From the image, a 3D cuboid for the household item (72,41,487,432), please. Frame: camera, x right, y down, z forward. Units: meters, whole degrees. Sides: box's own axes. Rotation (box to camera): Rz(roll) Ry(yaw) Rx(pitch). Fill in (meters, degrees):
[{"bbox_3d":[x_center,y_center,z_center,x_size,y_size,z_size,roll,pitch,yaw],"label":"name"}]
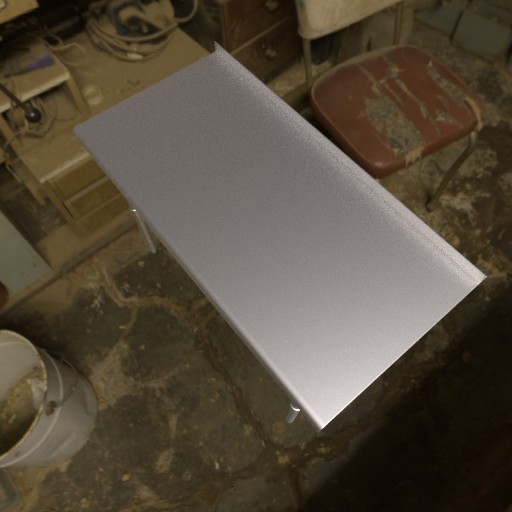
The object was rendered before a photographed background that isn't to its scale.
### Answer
[{"bbox_3d":[0.000,0.000,1.698,0.610,0.851,1.219,-36,68,-17],"label":"household item"}]
